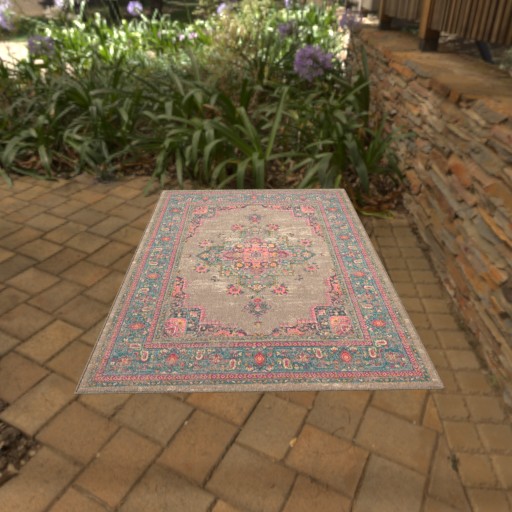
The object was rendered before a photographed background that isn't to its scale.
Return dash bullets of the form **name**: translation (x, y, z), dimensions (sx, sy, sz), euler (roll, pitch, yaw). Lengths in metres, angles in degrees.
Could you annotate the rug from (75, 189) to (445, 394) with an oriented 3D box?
- **rug**: translation (0.000, 0.000, 3.634), dimensions (2.005, 0.013, 2.890), euler (-1, 30, -1)
